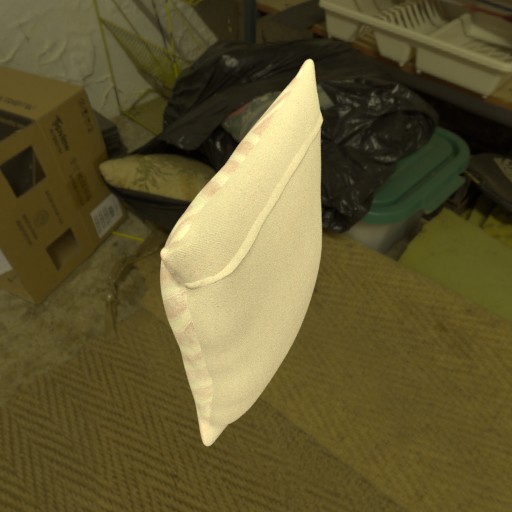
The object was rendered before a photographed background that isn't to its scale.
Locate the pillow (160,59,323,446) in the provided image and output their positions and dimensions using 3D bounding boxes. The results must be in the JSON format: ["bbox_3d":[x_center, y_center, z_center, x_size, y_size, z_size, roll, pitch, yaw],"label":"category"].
[{"bbox_3d":[0.000,0.000,0.676,0.182,0.441,0.440,16,48,15],"label":"pillow"}]
